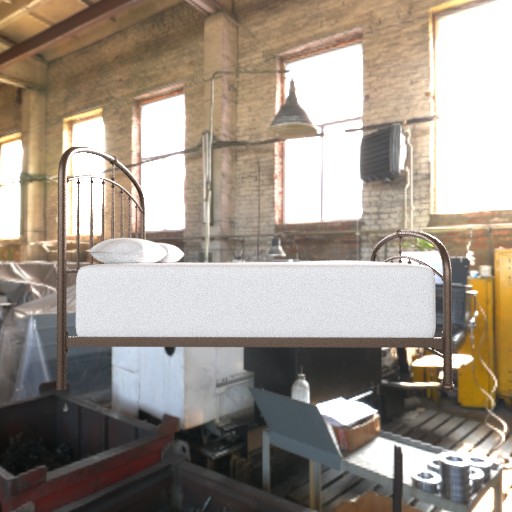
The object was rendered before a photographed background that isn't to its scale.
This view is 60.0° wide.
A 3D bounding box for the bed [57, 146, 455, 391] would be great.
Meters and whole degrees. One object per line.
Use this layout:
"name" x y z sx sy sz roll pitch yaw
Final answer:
"bed" 0.000 0.000 3.243 2.168 1.475 1.711 0 -1 1
